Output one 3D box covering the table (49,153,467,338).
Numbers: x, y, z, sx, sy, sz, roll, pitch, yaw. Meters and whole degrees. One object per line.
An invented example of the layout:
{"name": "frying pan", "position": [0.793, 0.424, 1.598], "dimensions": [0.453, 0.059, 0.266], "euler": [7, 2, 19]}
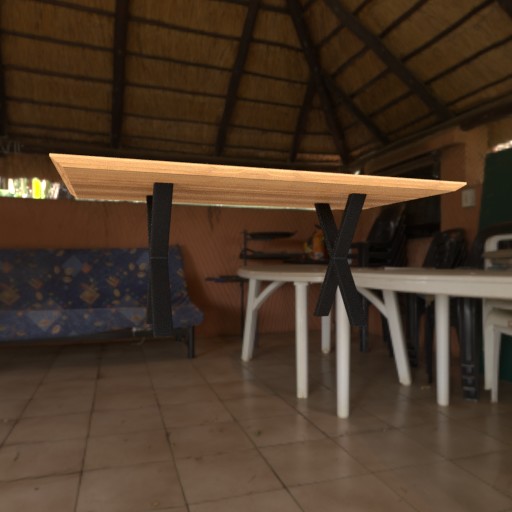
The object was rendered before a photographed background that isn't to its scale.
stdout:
{"name": "table", "position": [0.000, 0.000, 2.482], "dimensions": [2.000, 0.770, 1.000], "euler": [0, -1, -18]}
